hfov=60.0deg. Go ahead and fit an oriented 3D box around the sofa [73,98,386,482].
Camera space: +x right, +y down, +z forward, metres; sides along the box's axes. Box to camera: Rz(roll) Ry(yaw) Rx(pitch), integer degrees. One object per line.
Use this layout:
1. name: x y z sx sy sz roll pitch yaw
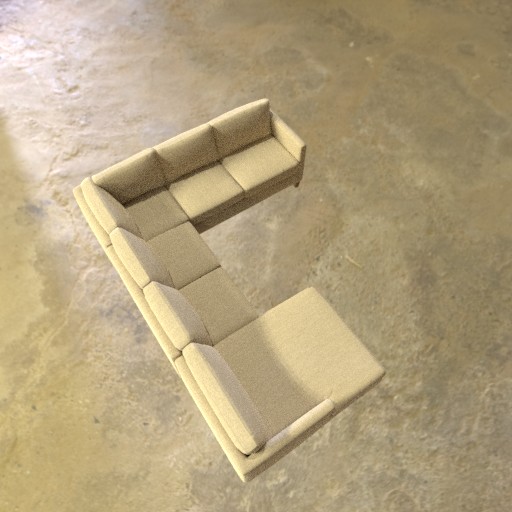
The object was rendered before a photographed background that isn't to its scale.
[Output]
1. sofa: 0.000 0.000 4.692 2.594 0.961 3.460 -30 63 -17
